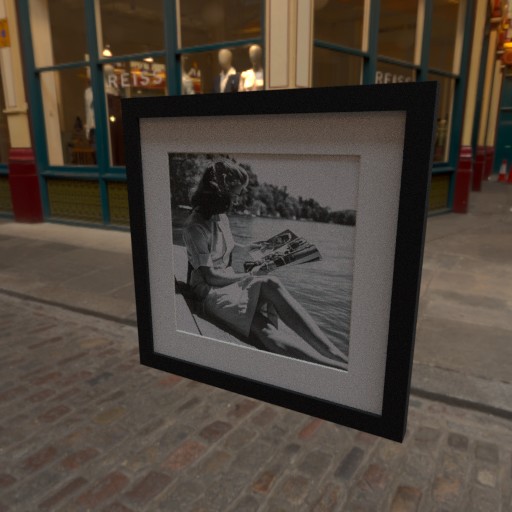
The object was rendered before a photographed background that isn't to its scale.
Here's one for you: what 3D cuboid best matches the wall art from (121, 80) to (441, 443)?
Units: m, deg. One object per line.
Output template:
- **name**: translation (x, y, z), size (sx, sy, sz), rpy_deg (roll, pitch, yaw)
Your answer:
- **wall art**: translation (0.000, 0.000, 0.657), size (0.462, 0.458, 0.030), rpy_deg (8, 17, 27)
